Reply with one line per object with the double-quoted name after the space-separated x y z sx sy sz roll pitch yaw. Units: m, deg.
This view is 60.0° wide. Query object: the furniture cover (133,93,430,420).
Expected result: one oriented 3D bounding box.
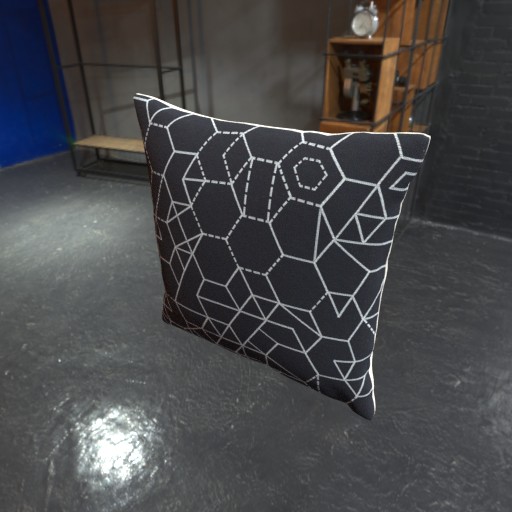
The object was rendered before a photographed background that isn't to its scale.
0.000 0.000 0.793 0.517 0.508 0.158 18 34 29 "furniture cover"
